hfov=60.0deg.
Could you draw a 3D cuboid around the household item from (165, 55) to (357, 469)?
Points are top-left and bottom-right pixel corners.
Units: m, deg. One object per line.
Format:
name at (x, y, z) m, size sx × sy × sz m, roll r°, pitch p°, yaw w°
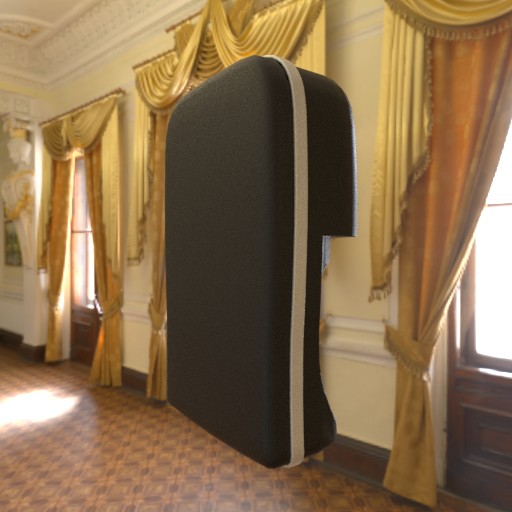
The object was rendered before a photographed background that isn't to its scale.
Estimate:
household item at (0.000, 0.000, 0.149) m, size 0.038 × 0.114 × 0.070 m, roll 0°, pitch 1°, yaw -35°
